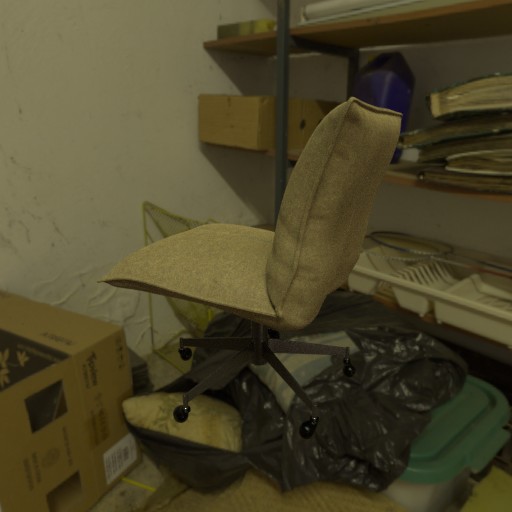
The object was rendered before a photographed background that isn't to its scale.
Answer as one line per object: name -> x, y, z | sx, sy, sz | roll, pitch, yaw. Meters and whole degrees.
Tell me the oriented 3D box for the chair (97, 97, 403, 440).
chair -> 0.000, 0.000, 1.283 | 0.696, 0.811, 0.597 | 7, 17, 25
